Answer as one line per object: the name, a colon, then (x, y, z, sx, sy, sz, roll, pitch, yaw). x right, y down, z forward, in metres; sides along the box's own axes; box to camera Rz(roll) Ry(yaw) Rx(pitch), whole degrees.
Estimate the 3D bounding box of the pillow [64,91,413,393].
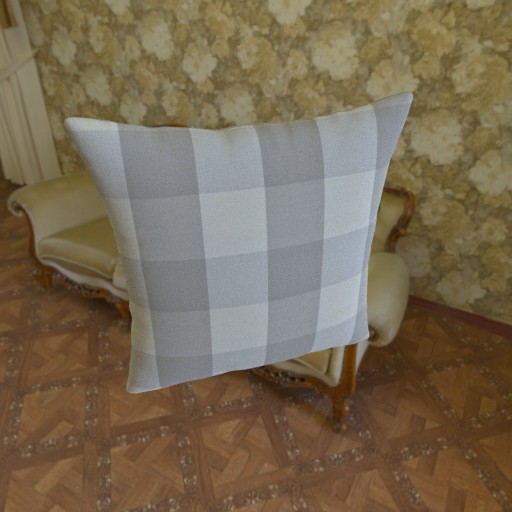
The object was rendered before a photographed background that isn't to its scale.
pillow: (0.000, 0.000, 0.760, 0.511, 0.509, 0.161, -9, 33, -15)
